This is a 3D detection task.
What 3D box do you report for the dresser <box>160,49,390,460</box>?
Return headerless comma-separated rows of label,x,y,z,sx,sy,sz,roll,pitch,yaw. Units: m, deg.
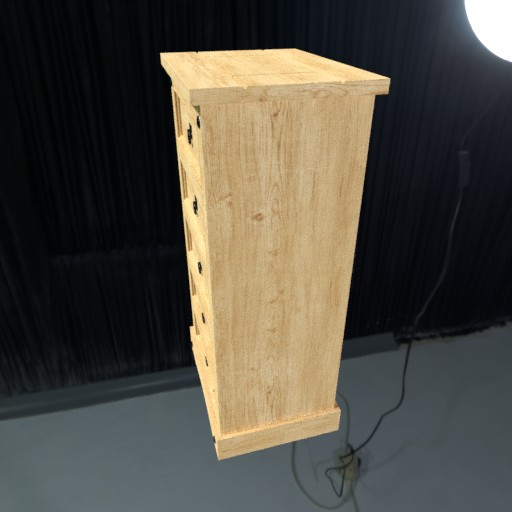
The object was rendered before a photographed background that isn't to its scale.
dresser,0.000,0.000,1.297,0.390,1.041,0.531,-8,32,-14
